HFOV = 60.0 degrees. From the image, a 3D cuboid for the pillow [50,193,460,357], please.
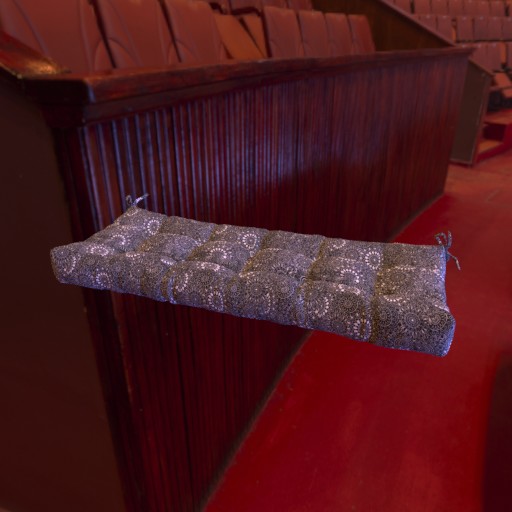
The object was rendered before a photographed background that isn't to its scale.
[{"bbox_3d":[0.000,0.000,1.363,1.194,0.174,0.511,9,28,17],"label":"pillow"}]
